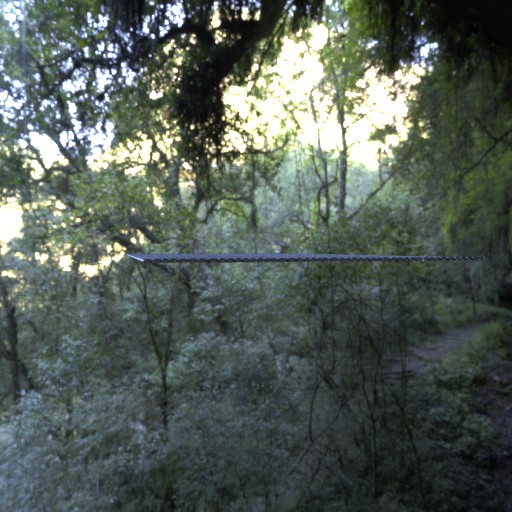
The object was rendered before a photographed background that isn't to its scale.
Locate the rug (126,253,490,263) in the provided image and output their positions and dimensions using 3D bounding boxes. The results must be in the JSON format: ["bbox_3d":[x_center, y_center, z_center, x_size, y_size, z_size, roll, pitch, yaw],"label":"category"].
[{"bbox_3d":[0.000,0.000,2.968,1.613,0.017,2.312,0,1,-18],"label":"rug"}]
